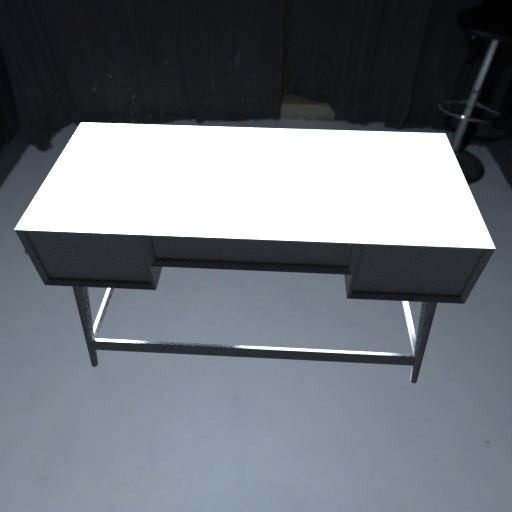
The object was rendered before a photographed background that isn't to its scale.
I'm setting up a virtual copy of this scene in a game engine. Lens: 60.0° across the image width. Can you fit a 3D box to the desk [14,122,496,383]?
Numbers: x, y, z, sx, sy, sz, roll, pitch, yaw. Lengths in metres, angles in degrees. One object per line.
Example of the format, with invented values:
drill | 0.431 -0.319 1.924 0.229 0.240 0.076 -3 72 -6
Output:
desk | 0.000 0.000 1.687 1.313 0.762 0.589 2 47 2
